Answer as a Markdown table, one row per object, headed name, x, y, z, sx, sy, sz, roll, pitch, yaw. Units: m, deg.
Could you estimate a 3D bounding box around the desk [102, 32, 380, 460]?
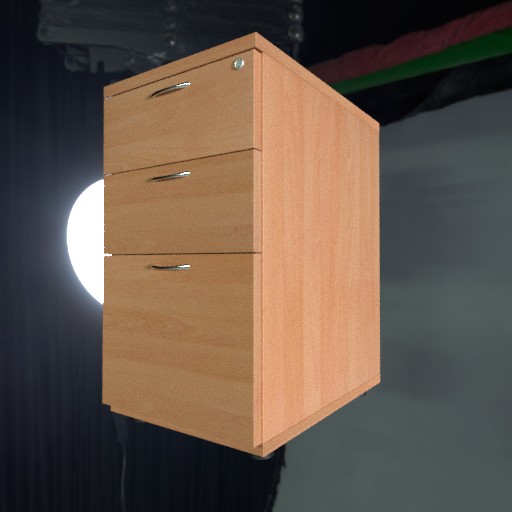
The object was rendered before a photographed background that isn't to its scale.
| name | x | y | z | sx | sy | sz | roll | pitch | yaw |
| --- | --- | --- | --- | --- | --- | --- | --- | --- | --- |
| desk | 0.000 | 0.000 | 1.077 | 0.404 | 0.730 | 0.600 | -1 | -1 | 35 |
